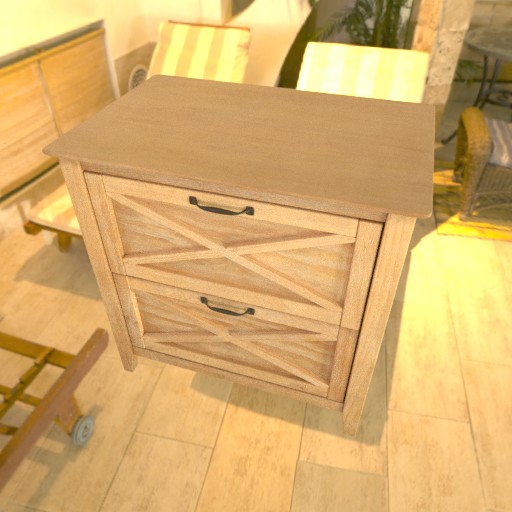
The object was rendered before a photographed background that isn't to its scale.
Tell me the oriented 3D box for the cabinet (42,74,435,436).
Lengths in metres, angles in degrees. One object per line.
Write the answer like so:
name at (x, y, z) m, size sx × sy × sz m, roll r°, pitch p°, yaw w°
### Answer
cabinet at (0.000, 0.000, 1.235) m, size 0.763 × 0.762 × 0.503 m, roll 12°, pitch 41°, yaw 14°
